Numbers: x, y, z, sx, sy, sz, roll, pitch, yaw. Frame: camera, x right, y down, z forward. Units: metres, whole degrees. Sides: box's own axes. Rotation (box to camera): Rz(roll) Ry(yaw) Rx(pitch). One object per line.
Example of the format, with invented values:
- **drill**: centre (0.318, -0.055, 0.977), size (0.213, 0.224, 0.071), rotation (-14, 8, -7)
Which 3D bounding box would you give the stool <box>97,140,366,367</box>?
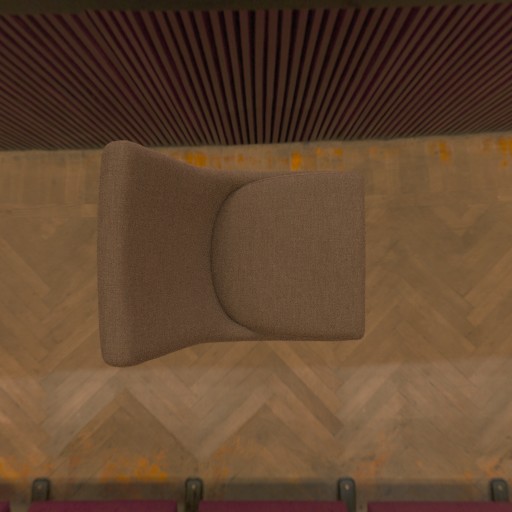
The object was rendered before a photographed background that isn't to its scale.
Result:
- **stool**: centre (0.000, 0.000, 1.278), size (0.577, 0.981, 0.470), rotation (0, 90, 1)
